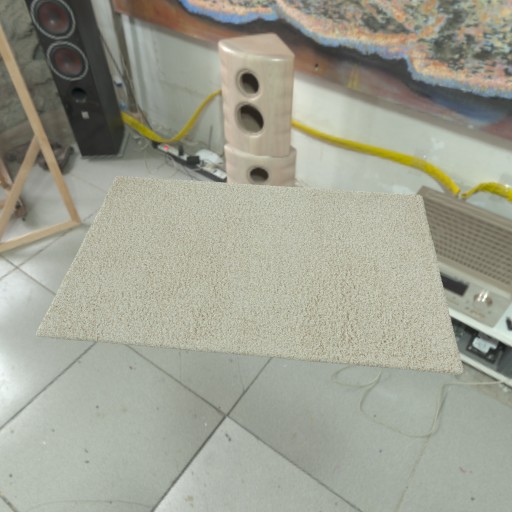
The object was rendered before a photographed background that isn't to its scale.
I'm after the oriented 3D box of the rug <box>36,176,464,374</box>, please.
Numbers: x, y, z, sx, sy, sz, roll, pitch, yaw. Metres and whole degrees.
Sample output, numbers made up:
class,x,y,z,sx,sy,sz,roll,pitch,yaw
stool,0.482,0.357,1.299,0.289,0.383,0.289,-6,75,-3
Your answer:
class,x,y,z,sx,sy,sz,roll,pitch,yaw
rug,0.000,0.000,3.016,2.438,0.030,1.524,4,47,4
